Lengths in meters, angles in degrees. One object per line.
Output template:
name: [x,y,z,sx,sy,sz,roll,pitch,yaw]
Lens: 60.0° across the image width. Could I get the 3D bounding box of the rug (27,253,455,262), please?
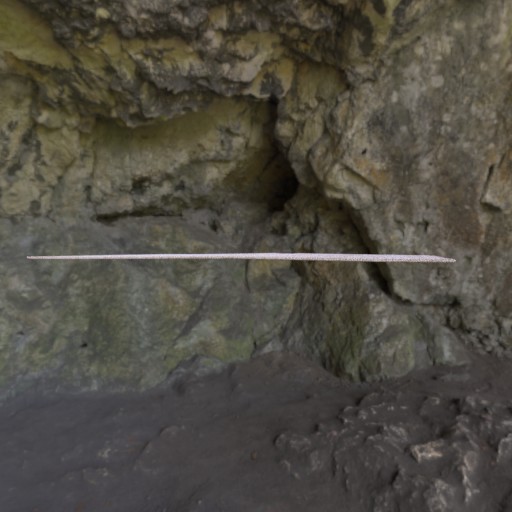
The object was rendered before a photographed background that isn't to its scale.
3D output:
rug: [0.000,0.000,2.966,2.283,0.030,1.596,0,1,18]
